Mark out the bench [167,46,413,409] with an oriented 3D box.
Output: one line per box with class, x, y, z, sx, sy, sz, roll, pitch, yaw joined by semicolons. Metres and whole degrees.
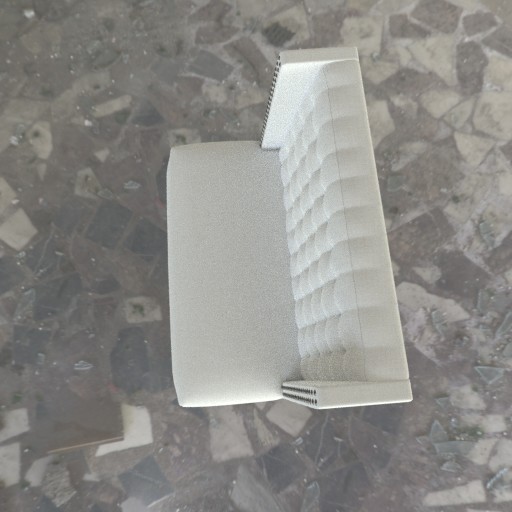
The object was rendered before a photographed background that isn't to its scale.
bench;0.000;0.000;2.003;0.847;1.123;1.280;-4;75;-1
